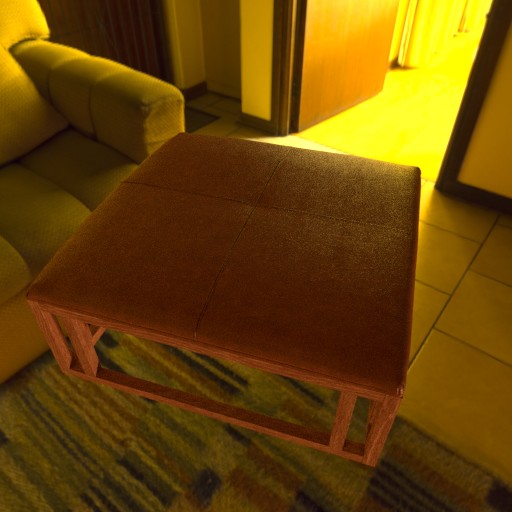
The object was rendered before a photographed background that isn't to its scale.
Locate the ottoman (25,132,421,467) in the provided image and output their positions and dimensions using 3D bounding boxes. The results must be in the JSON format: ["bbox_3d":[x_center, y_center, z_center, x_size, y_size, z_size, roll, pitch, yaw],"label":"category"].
[{"bbox_3d":[0.000,0.000,1.552,1.016,0.442,1.013,12,43,13],"label":"ottoman"}]
